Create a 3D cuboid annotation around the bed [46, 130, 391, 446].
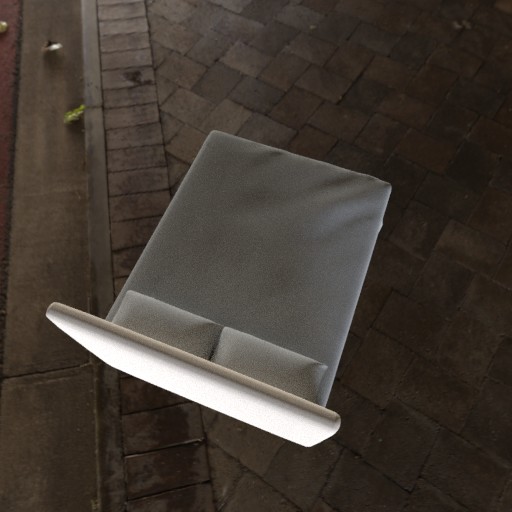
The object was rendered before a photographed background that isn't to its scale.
[{"bbox_3d":[0.000,0.000,3.301,1.748,1.330,2.142,19,65,9],"label":"bed"}]
